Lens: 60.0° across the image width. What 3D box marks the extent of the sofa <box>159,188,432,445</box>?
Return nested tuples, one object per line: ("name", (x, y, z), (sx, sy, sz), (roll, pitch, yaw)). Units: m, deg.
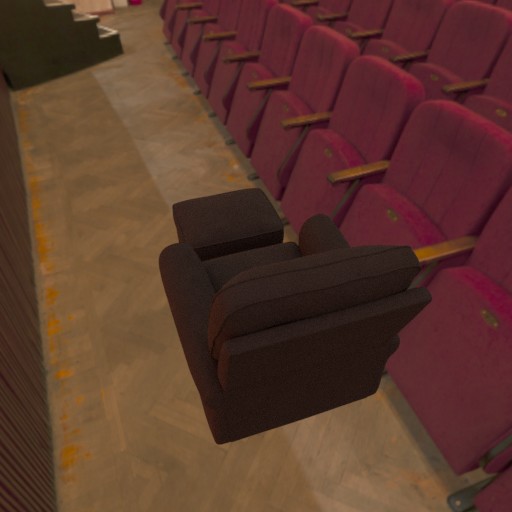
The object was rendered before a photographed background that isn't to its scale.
("sofa", (0.000, 0.000, 2.056), (0.880, 0.959, 1.478), (-13, 43, -14))
